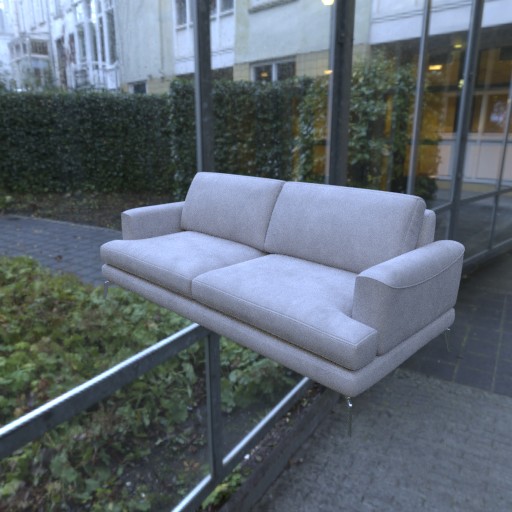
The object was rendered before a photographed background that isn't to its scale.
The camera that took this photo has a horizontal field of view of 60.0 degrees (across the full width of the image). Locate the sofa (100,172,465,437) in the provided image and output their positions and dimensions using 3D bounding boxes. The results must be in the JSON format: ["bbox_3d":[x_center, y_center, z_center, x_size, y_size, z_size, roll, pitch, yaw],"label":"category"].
[{"bbox_3d":[0.000,0.000,2.577,2.013,0.830,0.980,16,22,43],"label":"sofa"}]
